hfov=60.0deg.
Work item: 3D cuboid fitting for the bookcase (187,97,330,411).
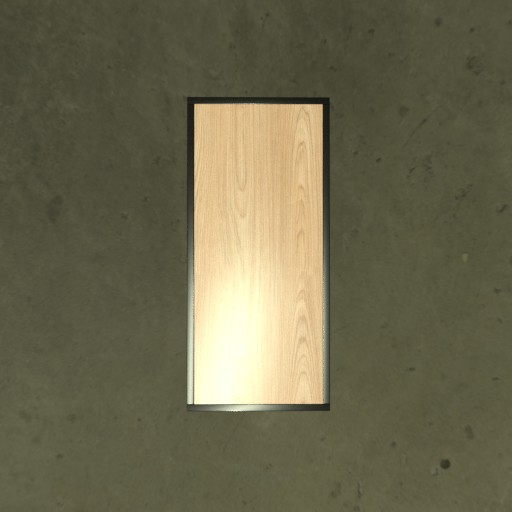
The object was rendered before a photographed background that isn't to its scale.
[{"bbox_3d":[0.000,0.000,1.834,0.350,1.500,0.770,0,90,0],"label":"bookcase"}]
